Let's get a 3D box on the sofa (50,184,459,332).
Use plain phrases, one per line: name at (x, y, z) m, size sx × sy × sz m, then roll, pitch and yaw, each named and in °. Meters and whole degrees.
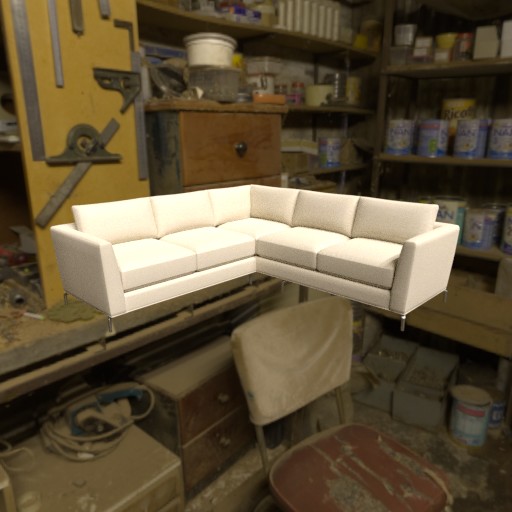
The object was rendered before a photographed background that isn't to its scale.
sofa at (0.000, 0.000, 3.751) m, size 2.448 × 0.867 × 2.430 m, roll 15°, pitch 21°, yaw 42°
